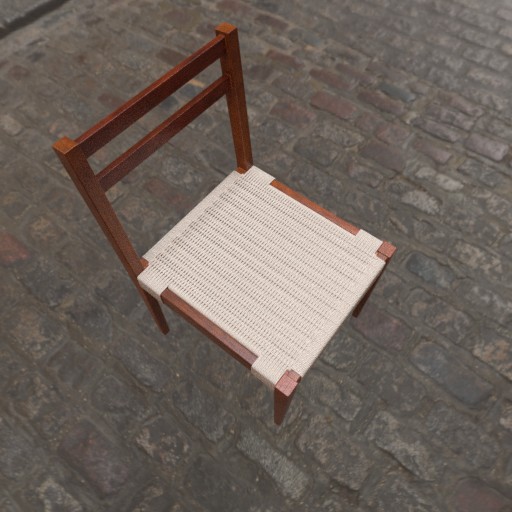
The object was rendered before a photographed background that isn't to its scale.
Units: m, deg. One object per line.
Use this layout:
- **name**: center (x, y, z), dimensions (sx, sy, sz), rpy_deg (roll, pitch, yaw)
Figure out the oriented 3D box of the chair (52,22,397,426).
- **chair**: center (0.000, 0.000, 1.180), dimensions (0.569, 0.851, 0.495), rpy_deg (34, 65, 18)
